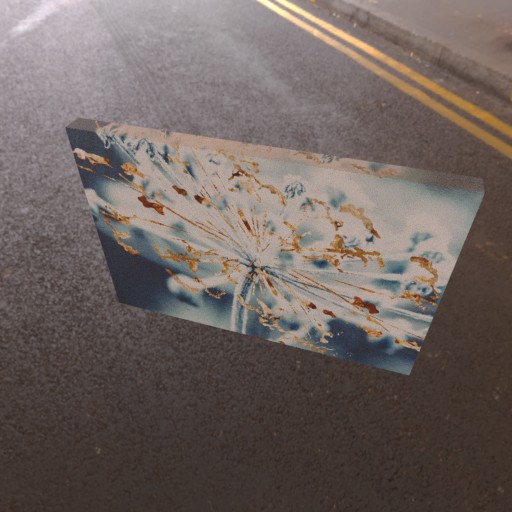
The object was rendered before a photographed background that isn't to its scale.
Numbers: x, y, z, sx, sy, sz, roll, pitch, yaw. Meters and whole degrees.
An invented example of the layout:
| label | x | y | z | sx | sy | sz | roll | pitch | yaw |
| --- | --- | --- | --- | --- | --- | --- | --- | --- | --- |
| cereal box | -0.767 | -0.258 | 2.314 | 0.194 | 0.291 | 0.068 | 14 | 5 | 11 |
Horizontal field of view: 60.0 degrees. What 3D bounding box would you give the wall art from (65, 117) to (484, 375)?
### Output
| label | x | y | z | sx | sy | sz | roll | pitch | yaw |
| --- | --- | --- | --- | --- | --- | --- | --- | --- | --- |
| wall art | 0.000 | 0.000 | 0.768 | 0.607 | 0.405 | 0.036 | 12 | 44 | 13 |
